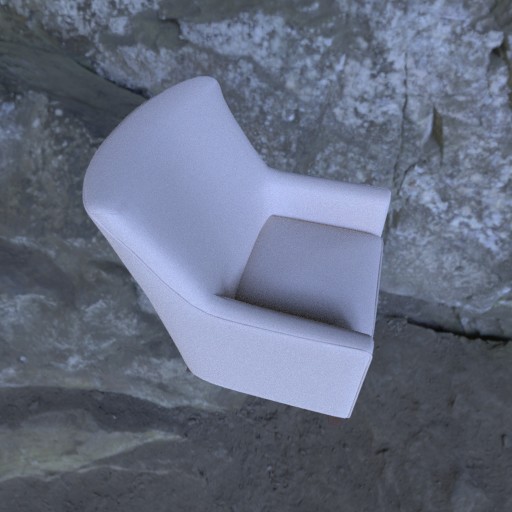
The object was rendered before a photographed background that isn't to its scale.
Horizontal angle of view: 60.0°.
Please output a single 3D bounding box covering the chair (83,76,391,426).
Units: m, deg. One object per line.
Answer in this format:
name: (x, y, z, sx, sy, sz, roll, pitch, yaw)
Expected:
chair: (0.000, 0.000, 1.568, 0.879, 0.916, 0.756, 12, 48, 11)
